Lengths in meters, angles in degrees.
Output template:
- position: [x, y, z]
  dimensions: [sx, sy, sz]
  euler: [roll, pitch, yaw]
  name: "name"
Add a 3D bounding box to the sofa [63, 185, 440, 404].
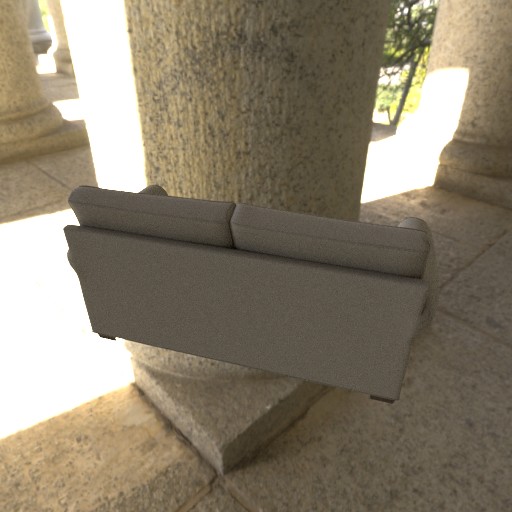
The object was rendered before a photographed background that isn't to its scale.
- position: [0.000, 0.000, 2.527]
  dimensions: [1.930, 0.952, 0.940]
  euler: [9, 33, 14]
  name: "sofa"
